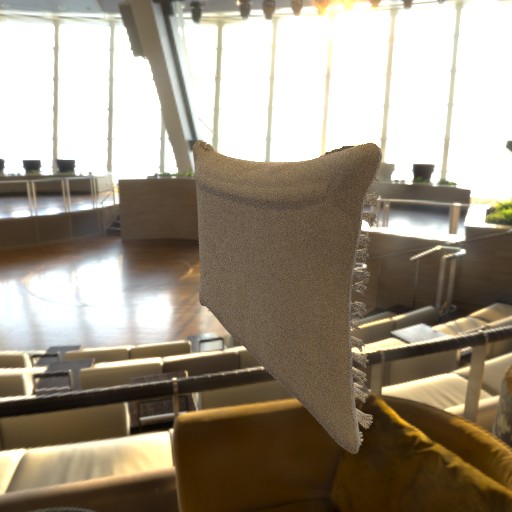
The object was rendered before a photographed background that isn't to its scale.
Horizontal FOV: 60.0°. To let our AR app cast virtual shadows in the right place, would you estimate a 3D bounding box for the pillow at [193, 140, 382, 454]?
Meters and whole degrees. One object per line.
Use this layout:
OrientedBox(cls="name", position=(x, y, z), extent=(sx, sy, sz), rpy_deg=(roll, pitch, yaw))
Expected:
OrientedBox(cls="pillow", position=(0.000, 0.000, 0.599), extent=(0.084, 0.305, 0.466), rpy_deg=(-7, 16, -25))
